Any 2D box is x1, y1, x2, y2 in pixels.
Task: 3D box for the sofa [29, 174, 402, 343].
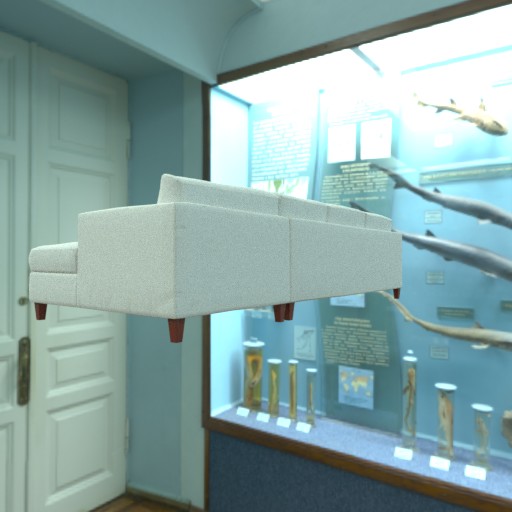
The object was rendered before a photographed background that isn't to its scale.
[{"bbox_3d":[0.000,0.000,4.151,1.606,0.954,3.471,0,-1,37],"label":"sofa"}]
